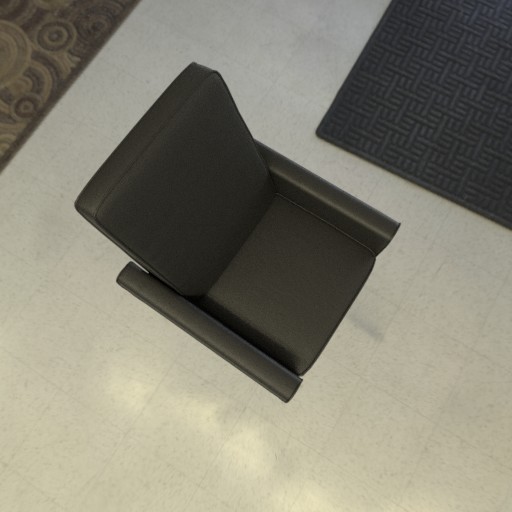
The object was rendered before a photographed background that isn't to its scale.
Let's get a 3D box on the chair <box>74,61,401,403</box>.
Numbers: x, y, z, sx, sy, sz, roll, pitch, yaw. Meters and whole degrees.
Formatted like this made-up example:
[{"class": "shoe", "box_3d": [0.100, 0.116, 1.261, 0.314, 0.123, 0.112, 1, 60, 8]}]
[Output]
[{"class": "chair", "box_3d": [0.000, 0.000, 1.539, 0.746, 1.013, 0.705, 33, 77, 8]}]
